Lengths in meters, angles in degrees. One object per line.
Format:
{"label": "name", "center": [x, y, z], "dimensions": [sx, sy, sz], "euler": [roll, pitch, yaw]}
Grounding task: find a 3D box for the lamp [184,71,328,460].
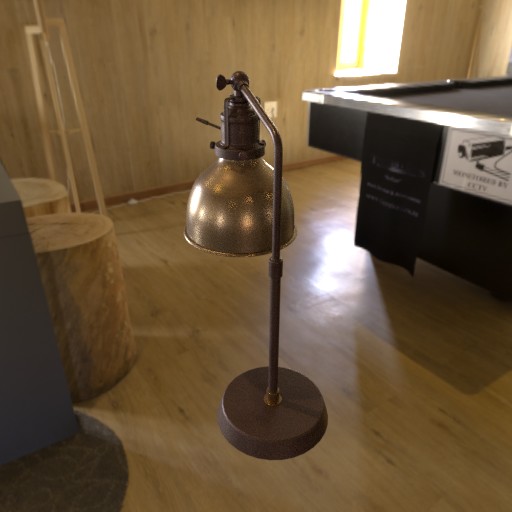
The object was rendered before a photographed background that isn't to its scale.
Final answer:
{"label": "lamp", "center": [0.000, 0.000, 0.617], "dimensions": [0.175, 0.469, 0.298], "euler": [-8, 28, -16]}
